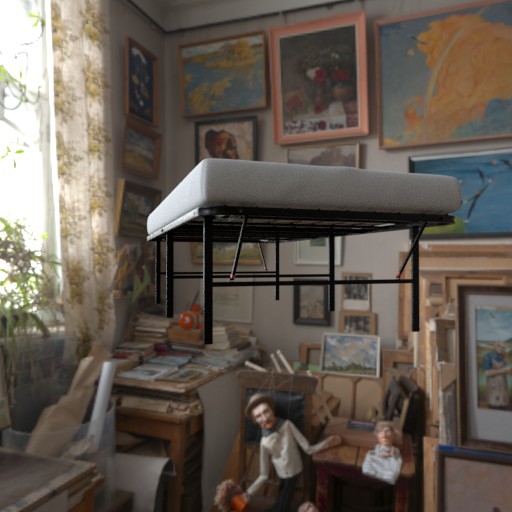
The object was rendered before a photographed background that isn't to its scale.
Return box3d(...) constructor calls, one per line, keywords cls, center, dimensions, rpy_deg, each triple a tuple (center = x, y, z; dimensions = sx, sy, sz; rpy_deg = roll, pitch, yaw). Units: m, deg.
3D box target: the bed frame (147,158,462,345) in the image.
box3d(cls="bed frame", center=(0.000, 0.000, 2.357), dimensions=(0.989, 0.619, 1.903), rpy_deg=(0, -1, -19))
